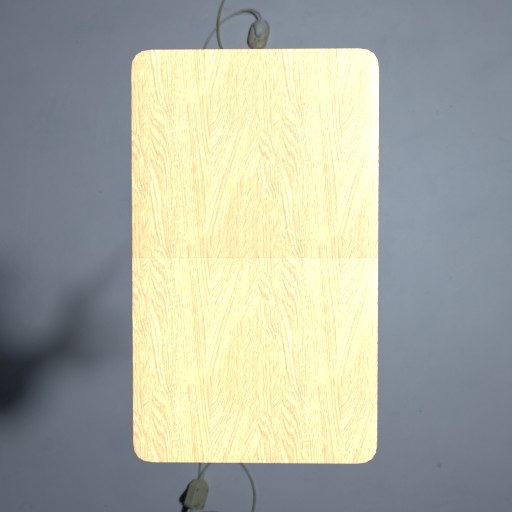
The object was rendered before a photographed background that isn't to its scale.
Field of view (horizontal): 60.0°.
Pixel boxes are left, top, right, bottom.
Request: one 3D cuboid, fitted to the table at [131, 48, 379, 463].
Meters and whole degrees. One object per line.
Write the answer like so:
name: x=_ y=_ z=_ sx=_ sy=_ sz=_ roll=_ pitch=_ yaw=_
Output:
table: x=0.000 y=0.000 z=2.099 sx=0.950 sy=0.770 sz=1.600 roll=0 pitch=91 yaw=1
